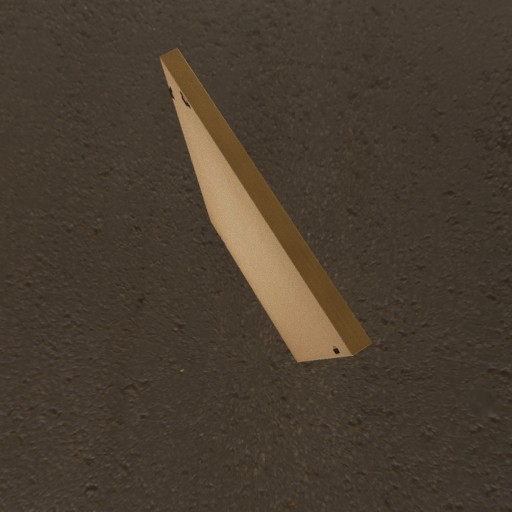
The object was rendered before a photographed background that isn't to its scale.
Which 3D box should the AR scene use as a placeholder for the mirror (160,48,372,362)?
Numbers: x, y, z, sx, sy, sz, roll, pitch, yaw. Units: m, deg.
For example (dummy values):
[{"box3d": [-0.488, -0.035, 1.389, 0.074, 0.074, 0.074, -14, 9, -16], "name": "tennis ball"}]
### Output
[{"box3d": [0.000, 0.000, 1.173, 0.041, 0.915, 0.609, -31, 78, -7], "name": "mirror"}]
